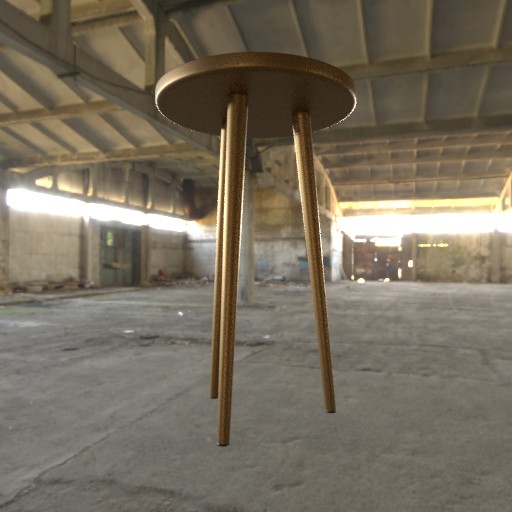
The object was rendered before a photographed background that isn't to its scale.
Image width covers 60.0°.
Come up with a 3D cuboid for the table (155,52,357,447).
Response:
[{"bbox_3d":[0.000,0.000,0.671,0.299,0.480,0.299,0,-1,19],"label":"table"}]
